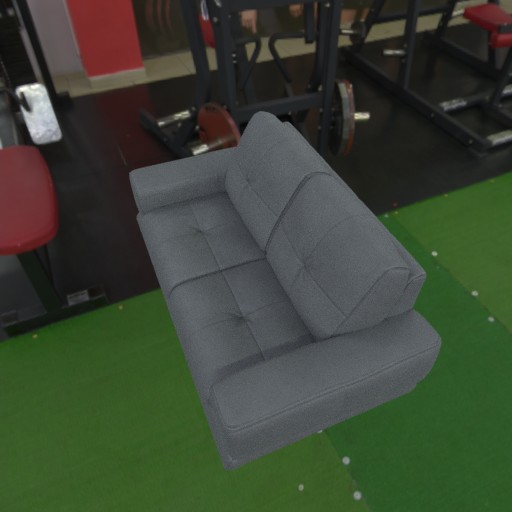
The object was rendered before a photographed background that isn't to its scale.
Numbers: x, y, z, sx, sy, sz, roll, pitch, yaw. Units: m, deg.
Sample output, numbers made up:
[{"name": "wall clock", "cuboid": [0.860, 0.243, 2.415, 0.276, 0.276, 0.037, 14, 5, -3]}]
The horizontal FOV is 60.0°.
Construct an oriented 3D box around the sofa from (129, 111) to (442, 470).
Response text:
[{"name": "sofa", "cuboid": [0.000, 0.000, 2.369, 1.018, 0.907, 1.806, -17, 49, -15]}]
